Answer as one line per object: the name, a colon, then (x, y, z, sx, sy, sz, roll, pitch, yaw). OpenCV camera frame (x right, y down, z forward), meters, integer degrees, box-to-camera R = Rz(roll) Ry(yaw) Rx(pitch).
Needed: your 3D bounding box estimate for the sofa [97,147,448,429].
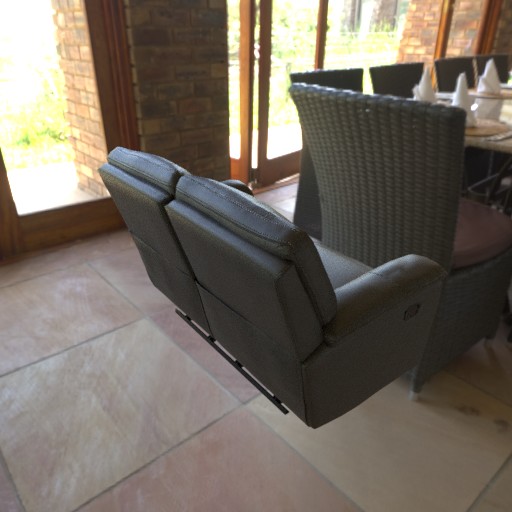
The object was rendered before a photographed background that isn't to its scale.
sofa: (0.000, 0.000, 2.481, 1.104, 1.111, 1.765, -19, 32, -33)
